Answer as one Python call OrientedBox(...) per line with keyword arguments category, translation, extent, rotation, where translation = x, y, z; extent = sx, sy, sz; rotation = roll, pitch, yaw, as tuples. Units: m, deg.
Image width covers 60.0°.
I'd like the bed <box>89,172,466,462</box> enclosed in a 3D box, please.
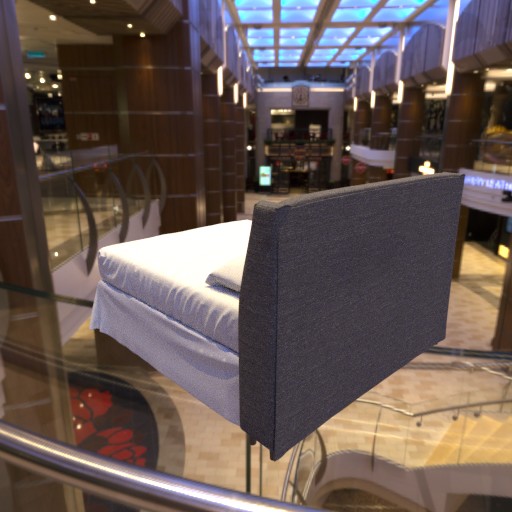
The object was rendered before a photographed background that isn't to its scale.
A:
OrientedBox(category="bed", translation=(0.000, 0.000, 3.416), extent=(1.925, 1.332, 2.276), rotation=(-15, 22, -41))
